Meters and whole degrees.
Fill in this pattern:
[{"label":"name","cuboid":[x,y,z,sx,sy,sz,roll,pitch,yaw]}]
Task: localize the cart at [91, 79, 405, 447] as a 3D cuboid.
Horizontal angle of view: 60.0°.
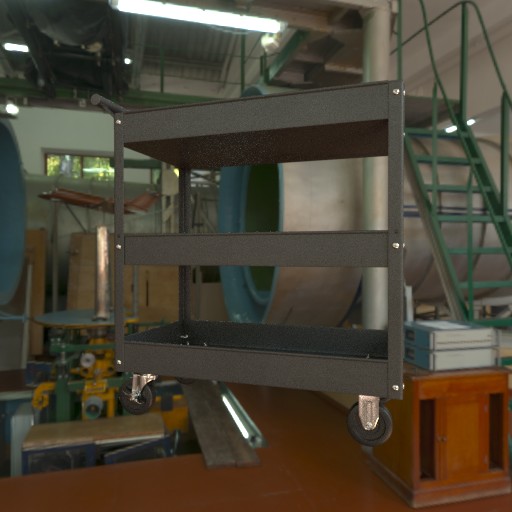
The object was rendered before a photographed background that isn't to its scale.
[{"label":"cart","cuboid":[0.000,0.000,1.131,0.719,0.780,0.366,0,0,18]}]
